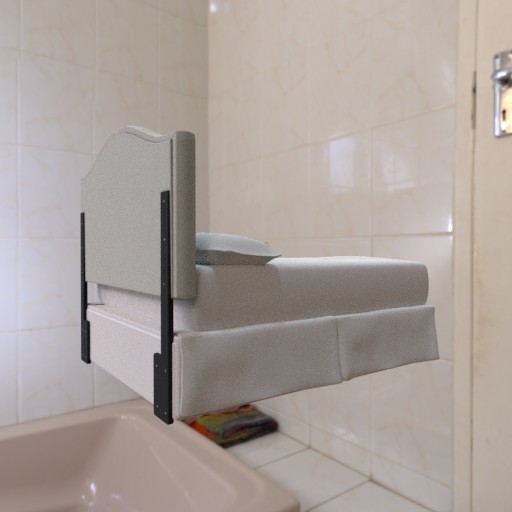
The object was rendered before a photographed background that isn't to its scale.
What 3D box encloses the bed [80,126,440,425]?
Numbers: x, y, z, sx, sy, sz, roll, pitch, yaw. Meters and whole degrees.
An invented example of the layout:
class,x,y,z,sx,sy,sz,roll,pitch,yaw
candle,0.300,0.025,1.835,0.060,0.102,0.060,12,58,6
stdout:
class,x,y,z,sx,sy,sz,roll,pitch,yaw
bed,0.000,0.000,3.408,2.180,1.607,1.813,0,1,-36
